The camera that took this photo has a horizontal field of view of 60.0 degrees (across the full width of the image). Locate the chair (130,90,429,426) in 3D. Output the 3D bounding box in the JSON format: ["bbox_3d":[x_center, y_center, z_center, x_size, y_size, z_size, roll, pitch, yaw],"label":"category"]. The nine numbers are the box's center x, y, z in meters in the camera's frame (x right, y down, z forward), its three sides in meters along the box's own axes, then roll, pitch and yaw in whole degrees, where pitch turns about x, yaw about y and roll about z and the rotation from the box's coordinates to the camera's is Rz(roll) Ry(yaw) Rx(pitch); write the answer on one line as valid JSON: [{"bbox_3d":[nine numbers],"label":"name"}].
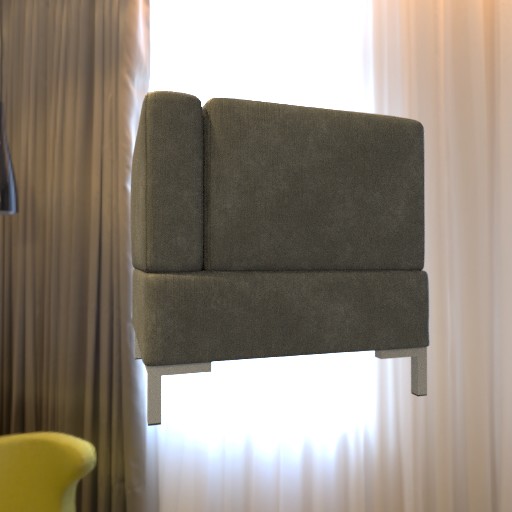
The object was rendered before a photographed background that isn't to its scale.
[{"bbox_3d":[0.000,0.000,1.255,0.680,0.660,0.680,0,-1,-18],"label":"chair"}]
